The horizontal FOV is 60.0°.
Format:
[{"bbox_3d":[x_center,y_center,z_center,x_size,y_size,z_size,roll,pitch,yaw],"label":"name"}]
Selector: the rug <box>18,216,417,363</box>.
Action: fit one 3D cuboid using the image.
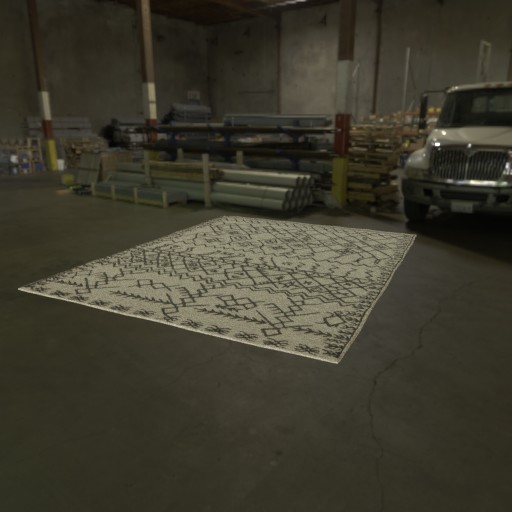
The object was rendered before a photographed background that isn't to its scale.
[{"bbox_3d":[0.000,0.000,3.259,1.964,0.025,2.455,8,18,25],"label":"rug"}]
